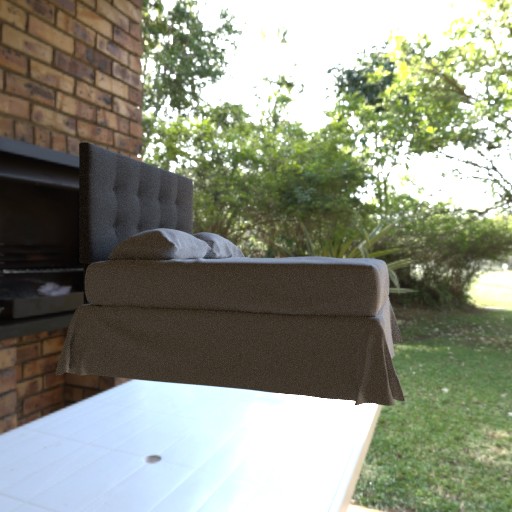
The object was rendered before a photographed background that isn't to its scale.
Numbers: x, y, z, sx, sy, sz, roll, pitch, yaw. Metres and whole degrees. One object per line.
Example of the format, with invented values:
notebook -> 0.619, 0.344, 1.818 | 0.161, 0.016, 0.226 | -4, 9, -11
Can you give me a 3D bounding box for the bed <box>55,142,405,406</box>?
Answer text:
bed -> 0.000, 0.000, 3.507 | 2.222, 1.577, 1.936 | 0, 0, 18
